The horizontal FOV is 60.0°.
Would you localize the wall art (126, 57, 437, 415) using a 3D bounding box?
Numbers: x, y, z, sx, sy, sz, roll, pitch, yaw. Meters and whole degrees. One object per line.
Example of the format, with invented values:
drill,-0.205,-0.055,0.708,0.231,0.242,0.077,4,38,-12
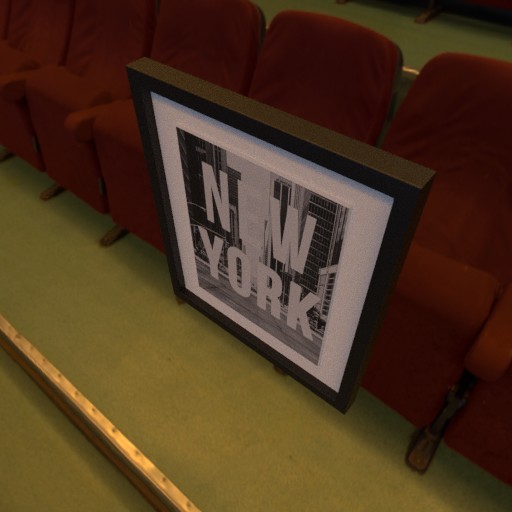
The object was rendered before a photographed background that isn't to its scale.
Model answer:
wall art,0.000,0.000,0.534,0.328,0.381,0.028,30,54,26
